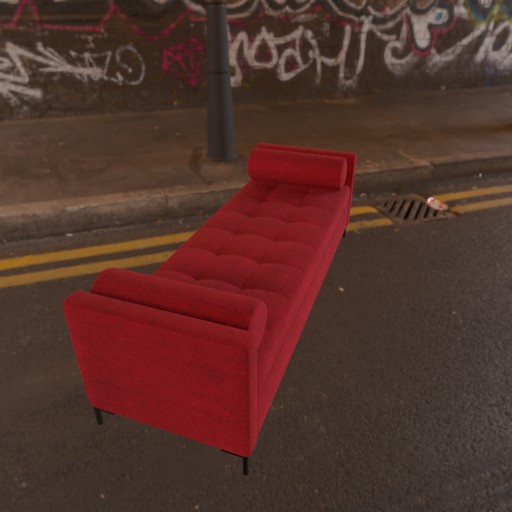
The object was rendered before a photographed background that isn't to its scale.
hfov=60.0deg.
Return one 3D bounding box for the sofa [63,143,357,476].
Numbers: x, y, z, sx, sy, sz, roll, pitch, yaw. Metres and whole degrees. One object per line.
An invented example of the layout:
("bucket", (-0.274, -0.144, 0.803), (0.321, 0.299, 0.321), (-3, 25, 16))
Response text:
("sofa", (0.000, 0.000, 2.341), (0.686, 0.635, 1.981), (11, 32, 17))
